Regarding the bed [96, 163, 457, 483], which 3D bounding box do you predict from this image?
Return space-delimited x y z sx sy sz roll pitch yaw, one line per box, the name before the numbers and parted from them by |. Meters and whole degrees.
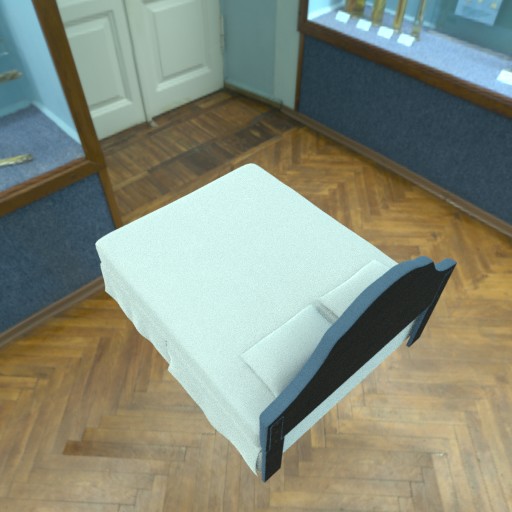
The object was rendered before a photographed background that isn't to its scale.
bed | 0.000 0.000 3.796 2.039 1.617 2.477 -32 55 -26
